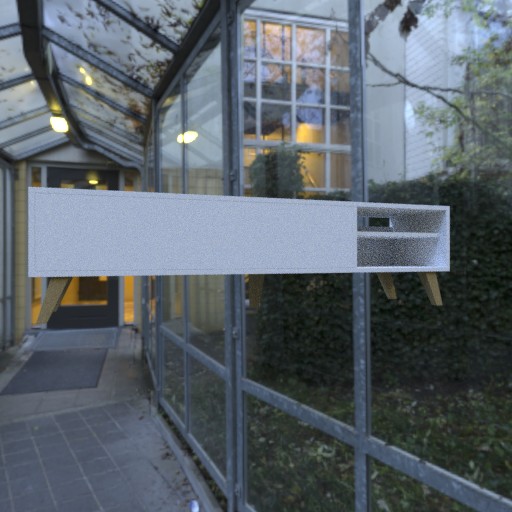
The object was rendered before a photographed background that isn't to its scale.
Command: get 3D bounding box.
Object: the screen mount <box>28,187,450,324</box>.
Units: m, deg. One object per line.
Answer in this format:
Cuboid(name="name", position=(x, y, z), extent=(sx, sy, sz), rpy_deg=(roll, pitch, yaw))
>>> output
Cuboid(name="screen mount", position=(0.000, 0.000, 1.842), extent=(1.644, 0.432, 0.399), rpy_deg=(0, 0, -19))
